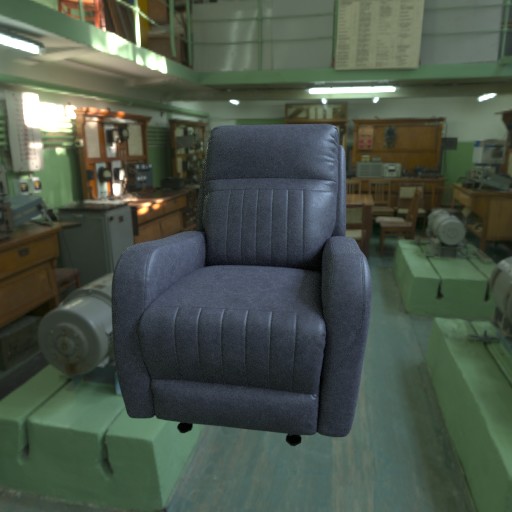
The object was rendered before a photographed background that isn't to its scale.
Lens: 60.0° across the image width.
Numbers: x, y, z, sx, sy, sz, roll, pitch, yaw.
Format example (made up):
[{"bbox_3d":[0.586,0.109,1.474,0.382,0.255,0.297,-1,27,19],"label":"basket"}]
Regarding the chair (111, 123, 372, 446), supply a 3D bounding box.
[{"bbox_3d":[0.000,0.000,1.820,0.865,1.067,1.067,3,15,10],"label":"chair"}]
